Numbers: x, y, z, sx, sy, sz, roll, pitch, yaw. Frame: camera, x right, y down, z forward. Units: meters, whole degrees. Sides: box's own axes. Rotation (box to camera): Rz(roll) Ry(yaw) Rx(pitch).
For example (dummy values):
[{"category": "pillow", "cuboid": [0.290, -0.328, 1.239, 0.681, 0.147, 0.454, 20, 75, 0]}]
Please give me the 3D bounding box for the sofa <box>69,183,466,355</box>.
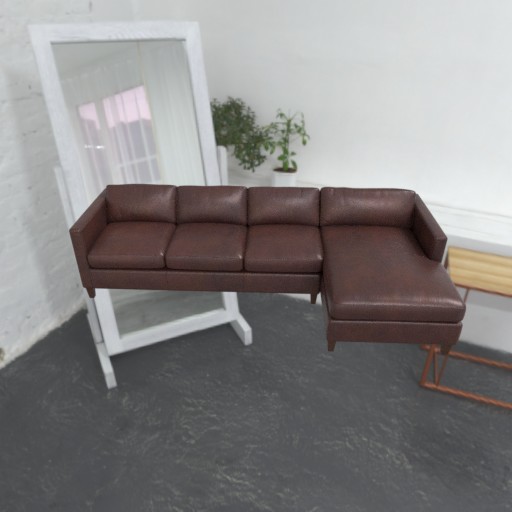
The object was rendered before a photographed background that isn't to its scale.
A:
[{"category": "sofa", "cuboid": [0.000, 0.000, 3.992, 3.203, 0.883, 1.581, 1, 31, 2]}]
